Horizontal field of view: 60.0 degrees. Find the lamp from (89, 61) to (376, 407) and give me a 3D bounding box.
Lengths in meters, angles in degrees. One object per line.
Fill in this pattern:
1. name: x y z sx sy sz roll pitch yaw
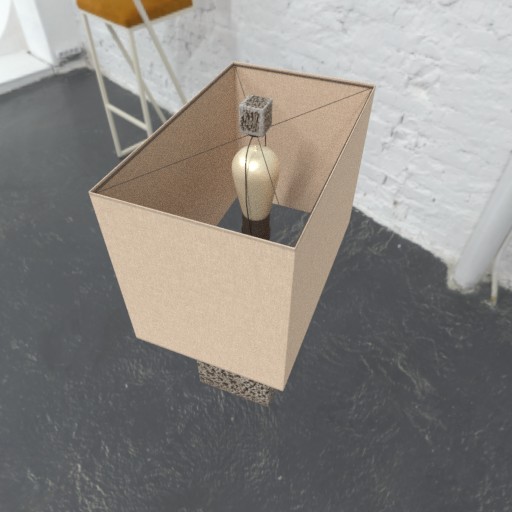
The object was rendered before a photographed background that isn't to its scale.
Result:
1. lamp: 0.000 0.000 0.563 0.180 0.411 0.294 16 47 15
